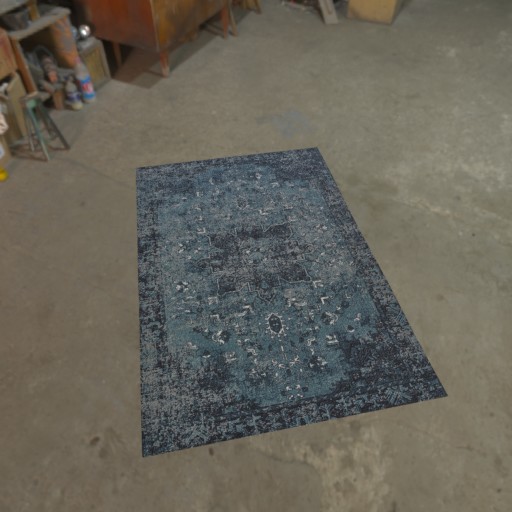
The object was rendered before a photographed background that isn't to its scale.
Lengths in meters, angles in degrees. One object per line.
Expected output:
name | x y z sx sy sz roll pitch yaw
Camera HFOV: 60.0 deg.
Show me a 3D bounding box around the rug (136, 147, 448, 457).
rug | 0.000 0.000 2.323 1.219 0.005 1.828 -8 47 -8
